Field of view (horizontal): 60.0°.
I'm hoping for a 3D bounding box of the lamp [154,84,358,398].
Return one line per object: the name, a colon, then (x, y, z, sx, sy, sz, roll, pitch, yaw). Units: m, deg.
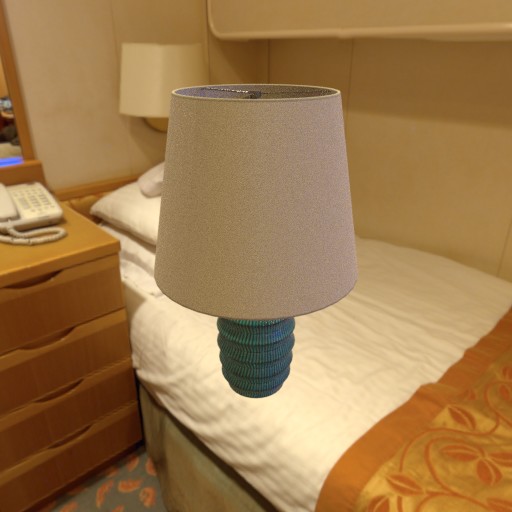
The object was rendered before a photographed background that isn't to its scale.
lamp: (0.000, 0.000, 0.558, 0.254, 0.392, 0.254, 0, 25, 0)
